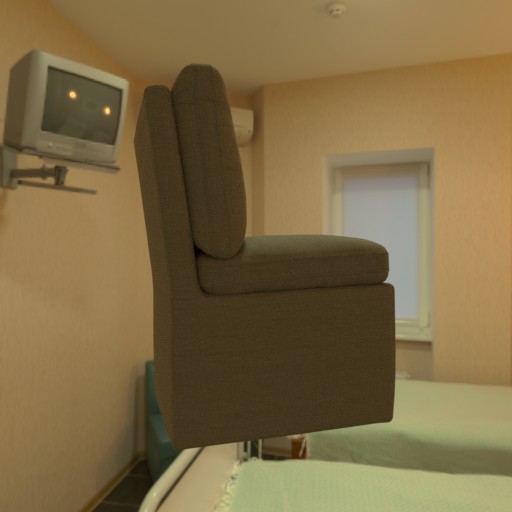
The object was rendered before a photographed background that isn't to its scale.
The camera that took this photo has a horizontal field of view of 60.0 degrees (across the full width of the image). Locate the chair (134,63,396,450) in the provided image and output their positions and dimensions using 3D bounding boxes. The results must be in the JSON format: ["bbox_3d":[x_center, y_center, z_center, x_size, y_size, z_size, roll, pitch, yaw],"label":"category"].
[{"bbox_3d":[0.000,0.000,1.344,0.698,0.927,0.503,0,0,-18],"label":"chair"}]
